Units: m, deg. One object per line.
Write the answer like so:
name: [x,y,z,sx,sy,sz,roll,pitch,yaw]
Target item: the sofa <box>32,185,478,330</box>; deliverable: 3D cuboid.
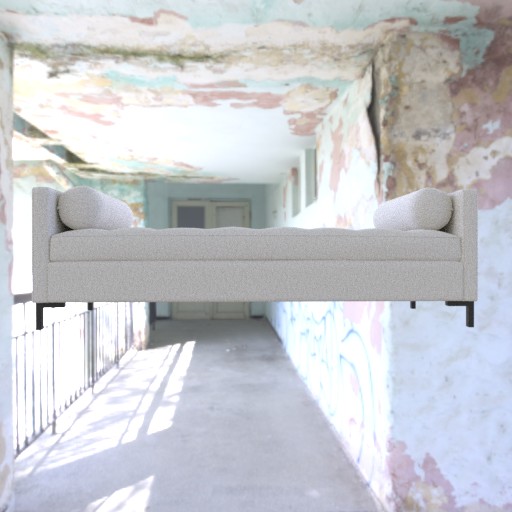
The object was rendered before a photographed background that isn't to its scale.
sofa: [0.000,0.000,2.309,1.985,0.641,0.746,0,0,-2]
